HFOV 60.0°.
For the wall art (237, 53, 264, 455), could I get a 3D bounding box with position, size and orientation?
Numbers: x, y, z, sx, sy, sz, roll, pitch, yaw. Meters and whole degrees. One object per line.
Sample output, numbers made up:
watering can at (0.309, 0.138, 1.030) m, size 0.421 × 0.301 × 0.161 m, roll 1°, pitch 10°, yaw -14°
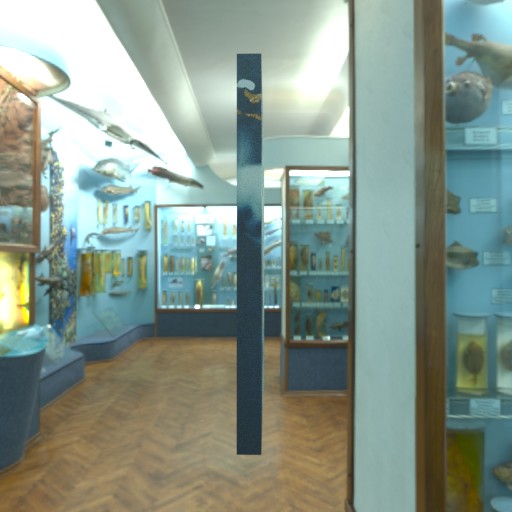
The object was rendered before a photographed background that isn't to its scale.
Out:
wall art at (0.000, 0.000, 1.127) m, size 0.038 × 0.608 × 0.912 m, roll 0°, pitch 0°, yaw 1°
